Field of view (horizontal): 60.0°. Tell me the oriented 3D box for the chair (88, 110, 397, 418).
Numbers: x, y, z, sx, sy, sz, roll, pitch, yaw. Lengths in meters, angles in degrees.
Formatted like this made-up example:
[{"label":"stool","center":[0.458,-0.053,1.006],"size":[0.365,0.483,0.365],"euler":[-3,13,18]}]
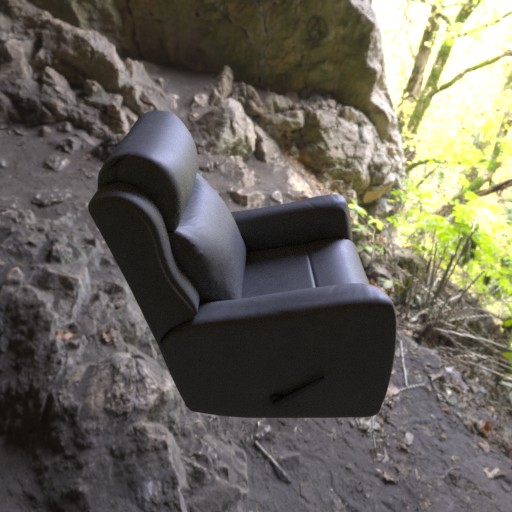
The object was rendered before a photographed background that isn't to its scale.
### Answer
[{"label":"chair","center":[0.000,0.000,1.937],"size":[1.068,1.116,0.967],"euler":[0,31,-1]}]
